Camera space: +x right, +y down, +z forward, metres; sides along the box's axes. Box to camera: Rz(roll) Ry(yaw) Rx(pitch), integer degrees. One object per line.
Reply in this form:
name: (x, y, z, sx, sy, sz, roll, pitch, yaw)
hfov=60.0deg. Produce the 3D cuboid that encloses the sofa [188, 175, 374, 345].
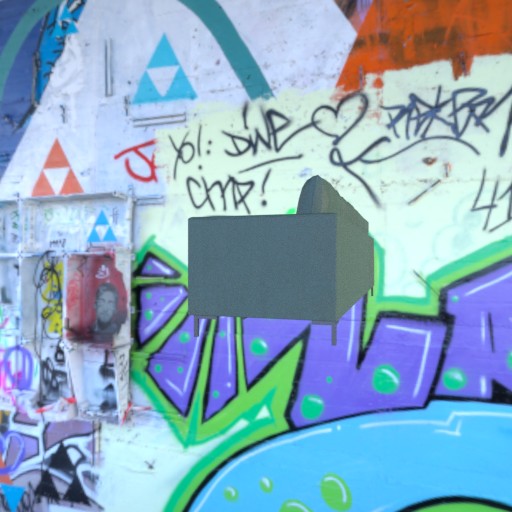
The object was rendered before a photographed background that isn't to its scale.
sofa: (0.000, 0.000, 4.339, 2.048, 0.996, 3.384, 0, 0, 18)
